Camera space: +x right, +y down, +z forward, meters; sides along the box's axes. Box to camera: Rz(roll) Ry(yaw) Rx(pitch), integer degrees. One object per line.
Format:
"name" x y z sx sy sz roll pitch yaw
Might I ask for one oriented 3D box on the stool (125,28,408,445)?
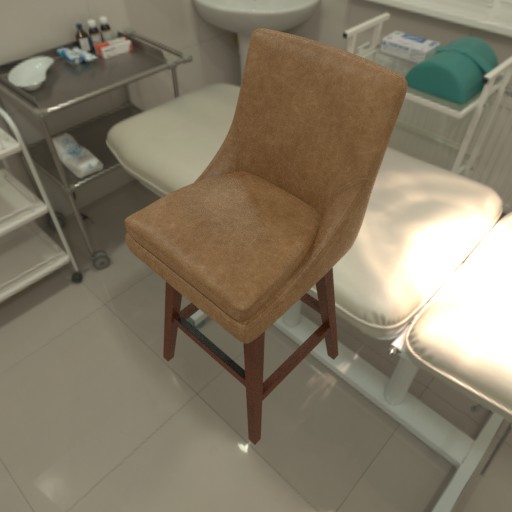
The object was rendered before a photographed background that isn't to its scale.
"stool" 0.000 0.000 1.339 0.487 1.079 0.572 34 55 28
